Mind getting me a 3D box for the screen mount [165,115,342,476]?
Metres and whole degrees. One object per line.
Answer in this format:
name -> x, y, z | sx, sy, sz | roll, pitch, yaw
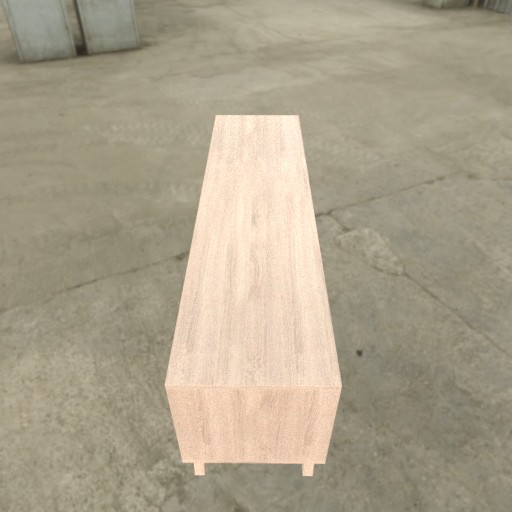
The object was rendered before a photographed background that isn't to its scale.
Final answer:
screen mount -> 0.000, 0.000, 1.735 | 0.400, 0.510, 1.500 | 0, 40, 0
